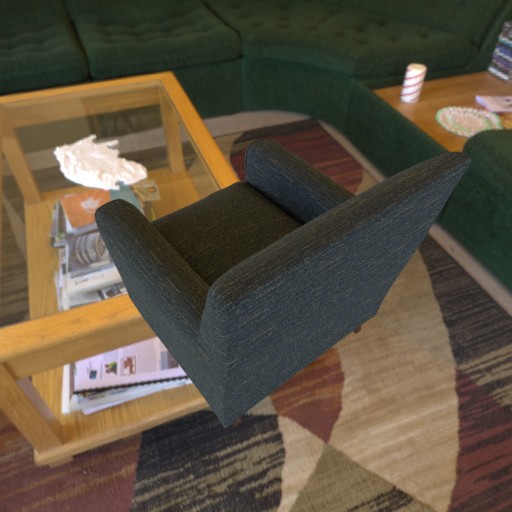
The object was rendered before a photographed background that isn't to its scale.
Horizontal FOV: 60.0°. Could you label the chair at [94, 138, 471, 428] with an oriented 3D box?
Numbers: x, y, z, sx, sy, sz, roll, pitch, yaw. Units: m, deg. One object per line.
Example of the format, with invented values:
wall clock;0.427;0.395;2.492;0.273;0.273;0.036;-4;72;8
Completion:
chair;0.000;0.000;1.605;0.864;0.928;0.873;-30;52;-26
